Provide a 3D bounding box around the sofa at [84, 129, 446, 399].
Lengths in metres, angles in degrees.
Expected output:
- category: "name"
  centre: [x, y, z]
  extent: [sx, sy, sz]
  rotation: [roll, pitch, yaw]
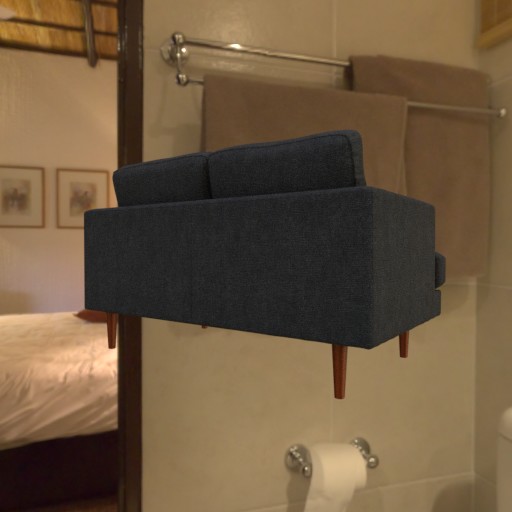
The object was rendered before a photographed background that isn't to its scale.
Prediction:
- category: "sofa"
  centre: [0.000, 0.000, 2.183]
  extent: [1.582, 0.944, 0.903]
  rotation: [1, 1, 36]
